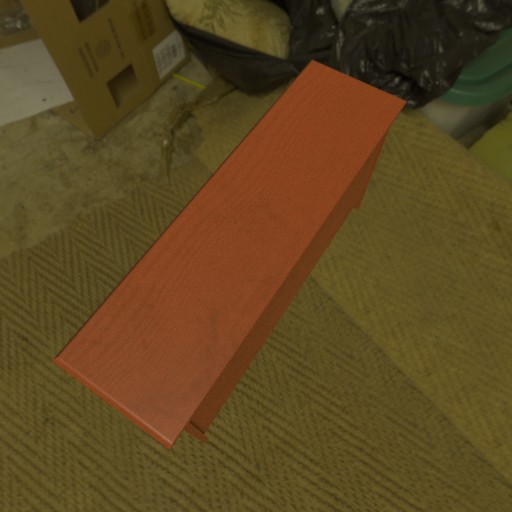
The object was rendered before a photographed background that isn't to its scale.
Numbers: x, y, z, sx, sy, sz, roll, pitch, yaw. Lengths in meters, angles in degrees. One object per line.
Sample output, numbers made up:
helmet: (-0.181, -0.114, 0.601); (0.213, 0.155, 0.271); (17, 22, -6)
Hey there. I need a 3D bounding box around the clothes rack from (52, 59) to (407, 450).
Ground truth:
clothes rack: (0.000, 0.000, 1.515); (0.362, 0.594, 1.251); (30, 67, 14)
